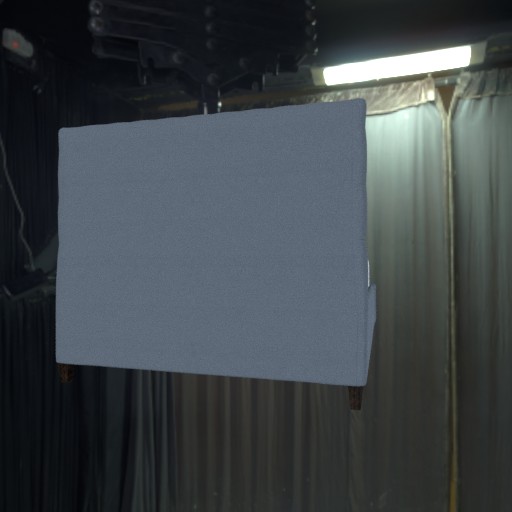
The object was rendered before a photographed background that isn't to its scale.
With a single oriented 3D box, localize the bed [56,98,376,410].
[{"bbox_3d":[0.000,0.000,3.292,1.698,1.427,2.231,0,-1,16],"label":"bed"}]
